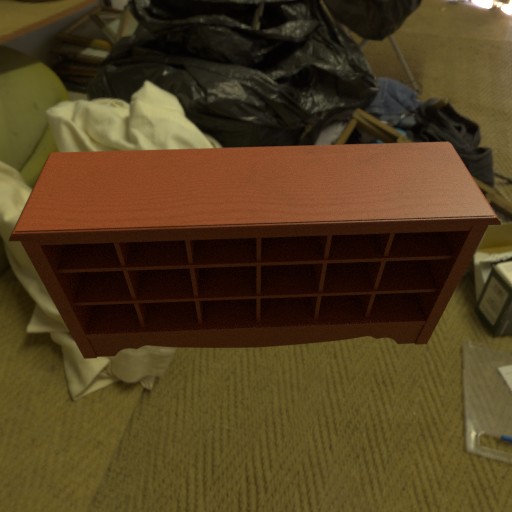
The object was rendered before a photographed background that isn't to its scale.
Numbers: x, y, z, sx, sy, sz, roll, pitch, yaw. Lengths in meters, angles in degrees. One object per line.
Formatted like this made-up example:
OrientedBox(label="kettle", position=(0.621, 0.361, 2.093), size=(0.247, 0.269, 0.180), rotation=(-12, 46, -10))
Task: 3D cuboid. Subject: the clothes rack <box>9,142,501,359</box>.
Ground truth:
OrientedBox(label="clothes rack", position=(0.000, 0.000, 1.452), size=(1.251, 0.594, 0.362), rotation=(-2, 47, -2))
